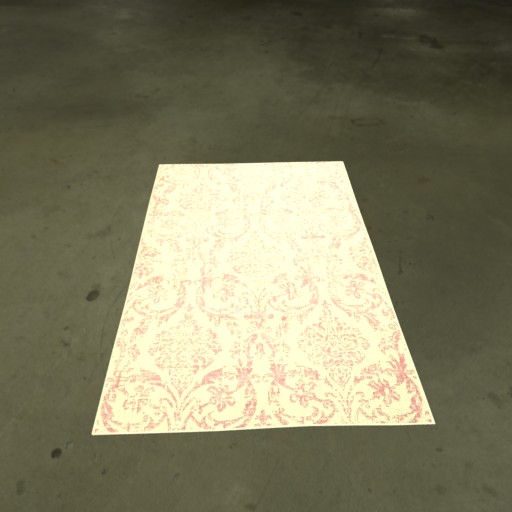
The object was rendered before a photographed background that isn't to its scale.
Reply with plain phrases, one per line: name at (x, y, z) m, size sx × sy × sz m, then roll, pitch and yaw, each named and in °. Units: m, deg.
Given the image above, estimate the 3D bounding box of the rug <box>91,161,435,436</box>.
rug at (0.000, 0.000, 3.355) m, size 1.819 × 0.018 × 2.746 m, roll -1°, pitch 42°, yaw -1°
